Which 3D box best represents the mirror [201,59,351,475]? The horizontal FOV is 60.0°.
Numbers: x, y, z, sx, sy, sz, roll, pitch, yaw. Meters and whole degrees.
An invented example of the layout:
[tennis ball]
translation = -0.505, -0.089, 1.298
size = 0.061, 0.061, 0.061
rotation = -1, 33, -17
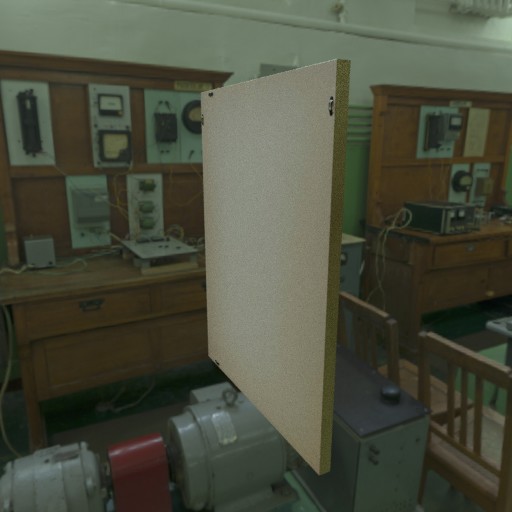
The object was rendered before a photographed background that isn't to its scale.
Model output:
[mirror]
translation = 0.000, 0.000, 1.370
size = 0.040, 1.016, 0.762
rotation = -8, 16, -27
